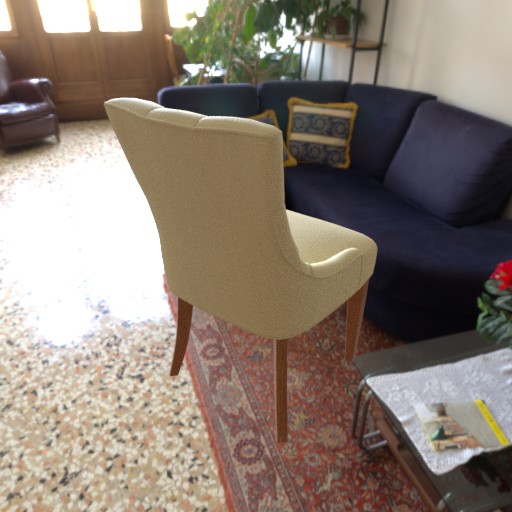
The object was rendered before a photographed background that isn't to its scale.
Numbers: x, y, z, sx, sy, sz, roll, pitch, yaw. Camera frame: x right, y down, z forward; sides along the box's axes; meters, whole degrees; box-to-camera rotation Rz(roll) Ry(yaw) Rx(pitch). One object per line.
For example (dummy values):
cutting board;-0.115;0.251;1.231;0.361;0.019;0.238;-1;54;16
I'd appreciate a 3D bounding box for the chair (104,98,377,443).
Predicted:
chair;0.000;0.000;1.224;0.509;0.874;0.565;21;36;30
